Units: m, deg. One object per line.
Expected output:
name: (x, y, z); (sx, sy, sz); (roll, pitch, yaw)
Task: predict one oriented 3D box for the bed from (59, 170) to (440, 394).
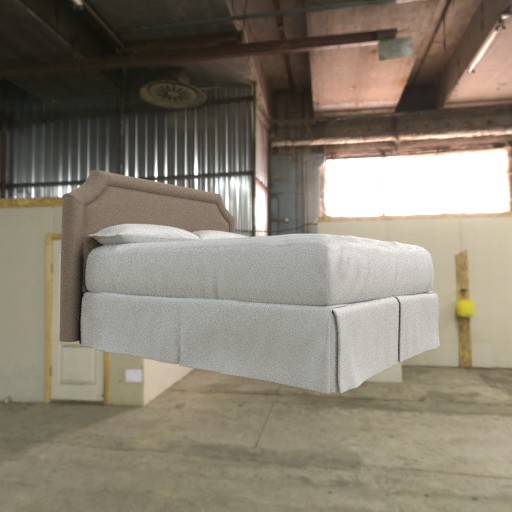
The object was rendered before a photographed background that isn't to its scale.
bed: (0.000, 0.000, 3.232); (2.164, 1.303, 1.828); (-1, -2, 38)
